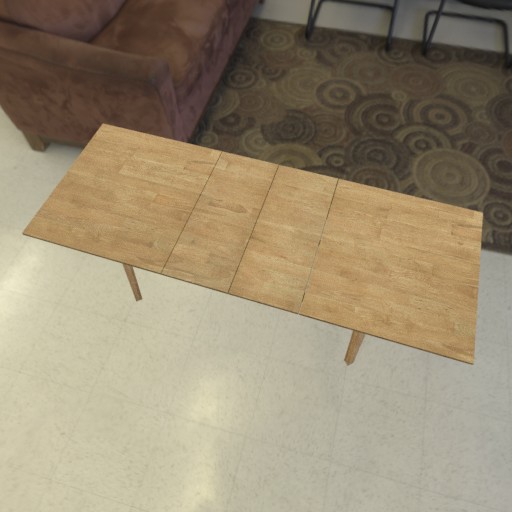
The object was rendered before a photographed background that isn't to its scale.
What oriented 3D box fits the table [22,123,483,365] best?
[{"bbox_3d":[0.000,0.000,2.994,2.603,0.752,1.000,15,59,9],"label":"table"}]
